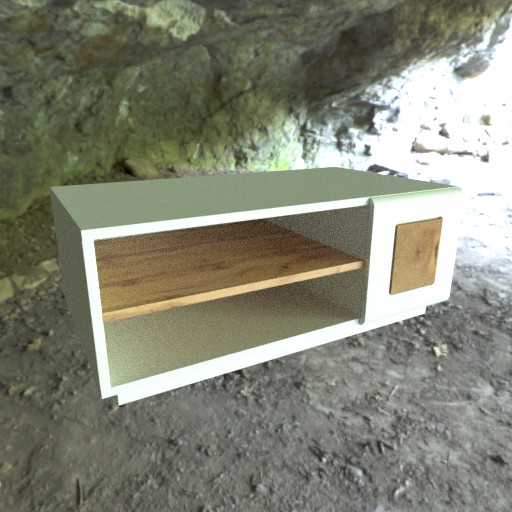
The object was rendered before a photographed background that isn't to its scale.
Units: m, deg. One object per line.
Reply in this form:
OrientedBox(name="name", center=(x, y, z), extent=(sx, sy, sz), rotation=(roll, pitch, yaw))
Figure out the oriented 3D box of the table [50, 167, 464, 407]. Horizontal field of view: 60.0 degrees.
OrientedBox(name="table", center=(0.000, 0.000, 1.414), extent=(1.097, 0.442, 0.639), rotation=(-10, 20, -28))
